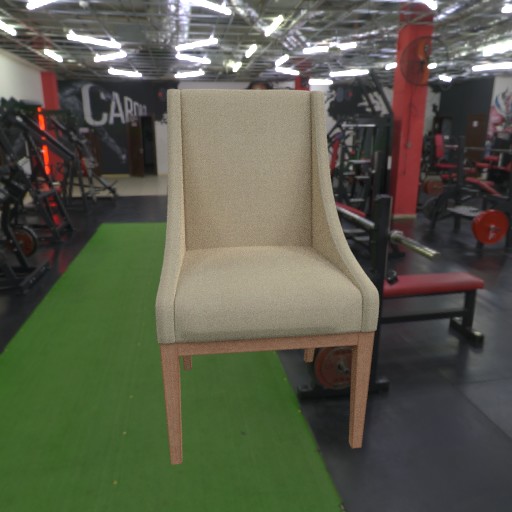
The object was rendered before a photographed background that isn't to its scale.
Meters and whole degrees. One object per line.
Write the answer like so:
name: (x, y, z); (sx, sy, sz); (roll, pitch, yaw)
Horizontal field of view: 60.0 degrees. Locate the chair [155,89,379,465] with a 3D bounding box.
chair: (0.000, 0.000, 1.393); (0.575, 1.021, 0.611); (-2, 16, -7)
